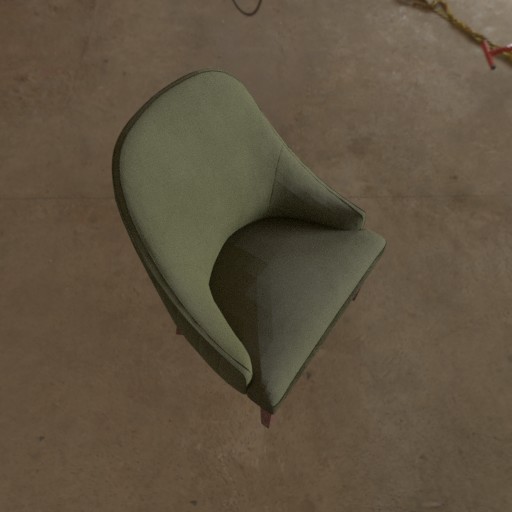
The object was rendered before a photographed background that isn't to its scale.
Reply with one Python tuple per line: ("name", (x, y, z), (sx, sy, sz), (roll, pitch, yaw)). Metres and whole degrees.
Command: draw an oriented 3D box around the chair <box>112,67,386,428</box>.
("chair", (0.000, 0.000, 1.290), (0.575, 0.889, 0.643), (32, 64, 17))
